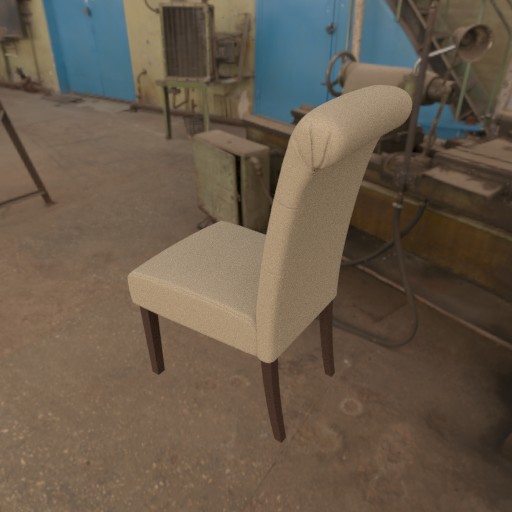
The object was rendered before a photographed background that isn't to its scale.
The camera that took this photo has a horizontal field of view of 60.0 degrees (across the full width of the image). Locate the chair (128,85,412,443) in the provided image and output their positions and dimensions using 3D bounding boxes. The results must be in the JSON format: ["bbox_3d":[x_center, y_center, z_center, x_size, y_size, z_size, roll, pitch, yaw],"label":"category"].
[{"bbox_3d":[0.000,0.000,1.340,0.671,1.006,0.456,20,36,30],"label":"chair"}]
